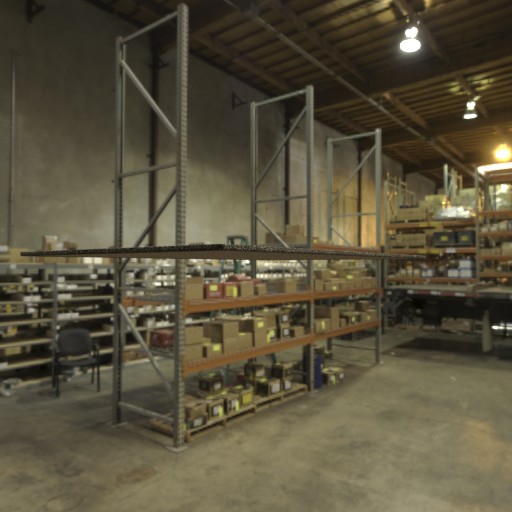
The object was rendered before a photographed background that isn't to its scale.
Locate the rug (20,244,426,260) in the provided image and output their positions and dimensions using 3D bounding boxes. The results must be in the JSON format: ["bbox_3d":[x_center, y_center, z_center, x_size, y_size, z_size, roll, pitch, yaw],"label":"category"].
[{"bbox_3d":[0.000,0.000,2.922,1.502,0.025,2.350,-1,-2,37],"label":"rug"}]
